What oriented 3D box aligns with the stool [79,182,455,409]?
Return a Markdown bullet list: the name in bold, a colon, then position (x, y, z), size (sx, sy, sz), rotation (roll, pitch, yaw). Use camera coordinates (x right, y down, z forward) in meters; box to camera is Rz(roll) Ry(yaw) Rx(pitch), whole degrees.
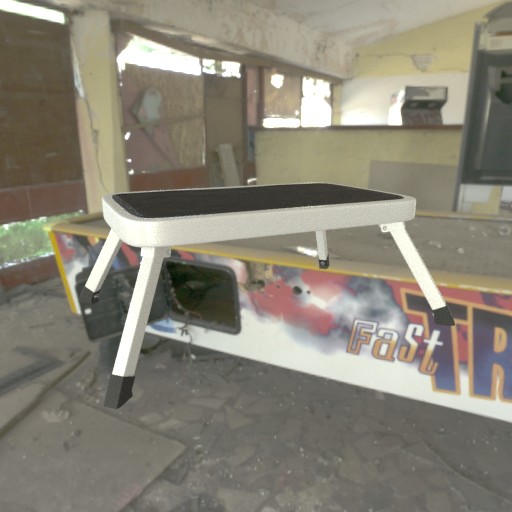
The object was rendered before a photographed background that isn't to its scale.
- **stool**: position (0.000, 0.000, 0.622), size (0.460, 0.170, 0.320), rotation (-7, 17, -24)
